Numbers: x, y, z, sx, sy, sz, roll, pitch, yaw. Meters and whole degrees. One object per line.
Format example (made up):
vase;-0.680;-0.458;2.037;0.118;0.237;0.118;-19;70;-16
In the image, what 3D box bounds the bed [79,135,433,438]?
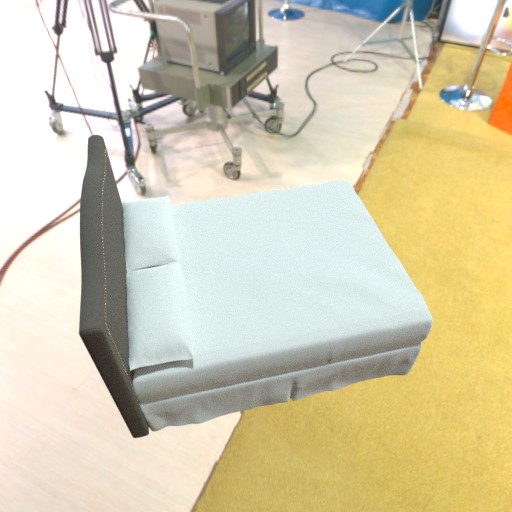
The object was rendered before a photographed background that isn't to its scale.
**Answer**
bed;0.000;0.000;3.114;2.036;1.387;1.666;-10;48;-9
